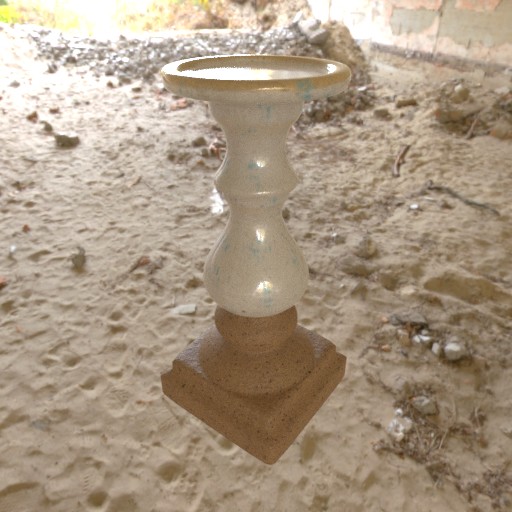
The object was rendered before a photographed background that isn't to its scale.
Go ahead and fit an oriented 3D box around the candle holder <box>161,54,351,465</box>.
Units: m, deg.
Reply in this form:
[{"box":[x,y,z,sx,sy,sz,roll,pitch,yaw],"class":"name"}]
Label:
[{"box":[0.000,0.000,0.300,0.110,0.239,0.110,21,37,31],"class":"candle holder"}]
